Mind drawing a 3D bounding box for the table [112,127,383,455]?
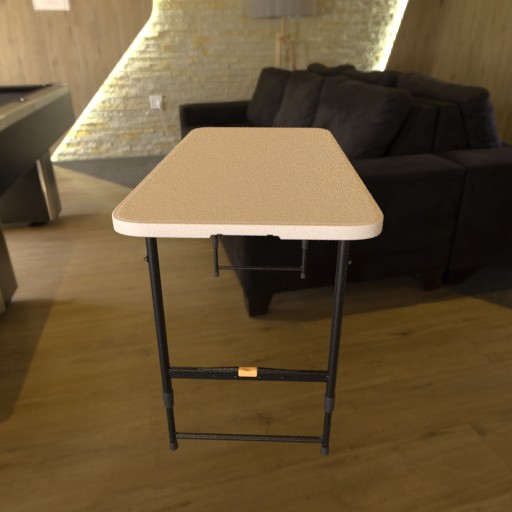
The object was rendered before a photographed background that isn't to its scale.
[{"bbox_3d":[0.000,0.000,1.645,0.611,0.737,1.245,1,25,2],"label":"table"}]
